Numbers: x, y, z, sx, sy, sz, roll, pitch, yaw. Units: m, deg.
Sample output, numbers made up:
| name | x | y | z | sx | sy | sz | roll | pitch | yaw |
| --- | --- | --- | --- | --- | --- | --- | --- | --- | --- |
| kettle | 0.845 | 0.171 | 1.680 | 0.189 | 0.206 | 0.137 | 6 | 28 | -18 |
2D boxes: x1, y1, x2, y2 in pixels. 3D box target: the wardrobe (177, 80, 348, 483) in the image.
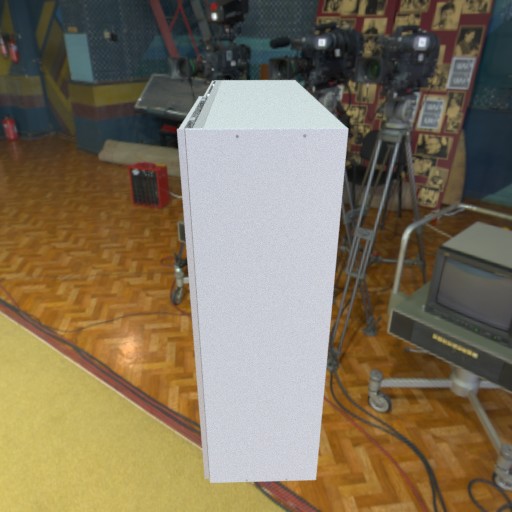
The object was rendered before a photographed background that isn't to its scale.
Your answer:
| name | x | y | z | sx | sy | sz | roll | pitch | yaw |
| --- | --- | --- | --- | --- | --- | --- | --- | --- | --- |
| wardrobe | 0.000 | 0.000 | 2.857 | 0.629 | 1.960 | 1.780 | -1 | 27 | -2 |
